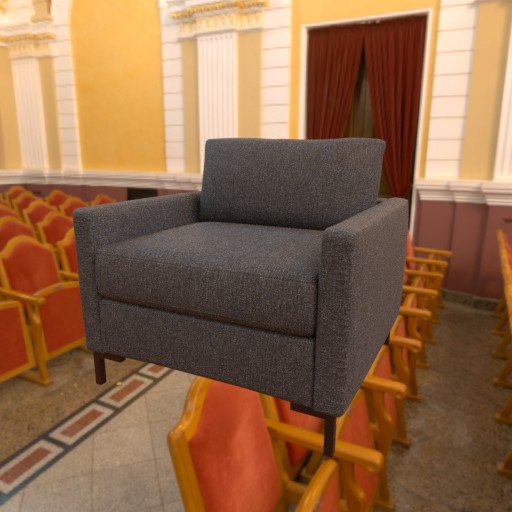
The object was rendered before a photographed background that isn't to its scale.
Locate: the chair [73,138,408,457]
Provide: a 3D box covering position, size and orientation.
[{"bbox_3d":[0.000,0.000,1.638,0.963,0.861,0.866,7,15,26],"label":"chair"}]
